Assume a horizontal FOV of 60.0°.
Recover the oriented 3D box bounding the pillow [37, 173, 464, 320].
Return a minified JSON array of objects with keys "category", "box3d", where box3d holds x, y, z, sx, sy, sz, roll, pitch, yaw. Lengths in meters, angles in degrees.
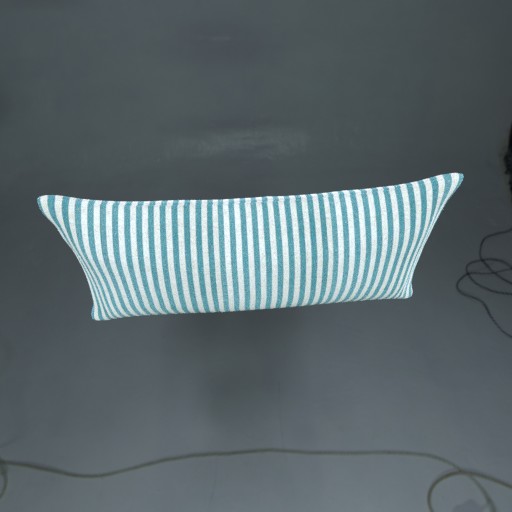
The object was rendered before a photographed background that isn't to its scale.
[{"category":"pillow","box3d":[0.000,0.000,0.742,0.617,0.295,0.151,-4,47,-3]}]
